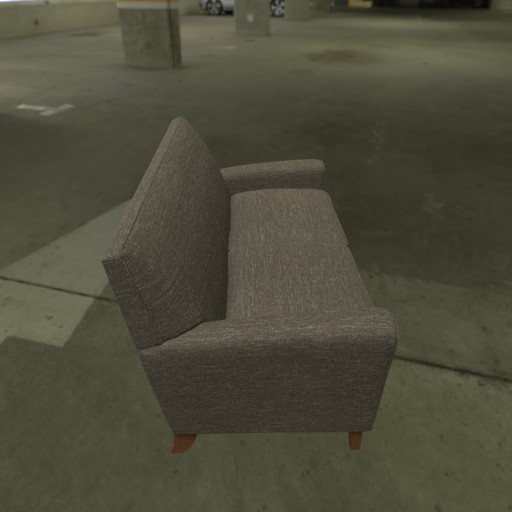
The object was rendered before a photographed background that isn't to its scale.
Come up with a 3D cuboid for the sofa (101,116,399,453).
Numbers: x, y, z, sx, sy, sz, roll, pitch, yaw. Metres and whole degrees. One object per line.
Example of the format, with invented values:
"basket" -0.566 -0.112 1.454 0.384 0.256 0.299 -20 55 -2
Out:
"sofa" 0.000 0.000 2.022 0.867 0.905 1.509 -1 31 -1
